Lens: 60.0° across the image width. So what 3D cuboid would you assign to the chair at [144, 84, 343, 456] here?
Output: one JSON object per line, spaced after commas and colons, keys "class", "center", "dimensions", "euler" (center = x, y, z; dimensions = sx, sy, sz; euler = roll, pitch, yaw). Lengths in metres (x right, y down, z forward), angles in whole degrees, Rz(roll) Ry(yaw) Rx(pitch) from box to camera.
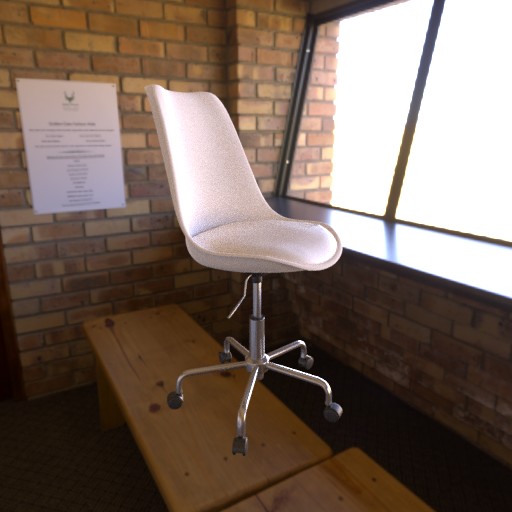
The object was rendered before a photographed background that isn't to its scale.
{"class": "chair", "center": [0.000, 0.000, 1.282], "dimensions": [0.550, 0.930, 0.550], "euler": [8, 17, 26]}
